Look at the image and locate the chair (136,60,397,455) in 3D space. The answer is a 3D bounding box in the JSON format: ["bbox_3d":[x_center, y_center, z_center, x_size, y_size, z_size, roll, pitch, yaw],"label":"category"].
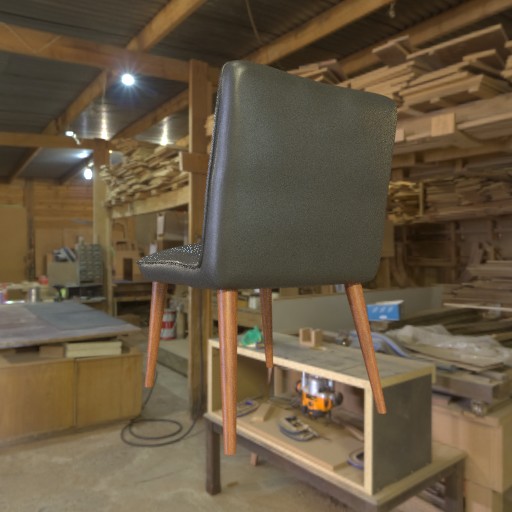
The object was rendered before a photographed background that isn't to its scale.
[{"bbox_3d":[0.000,0.000,1.241,0.543,0.801,0.645,-1,1,-36],"label":"chair"}]
